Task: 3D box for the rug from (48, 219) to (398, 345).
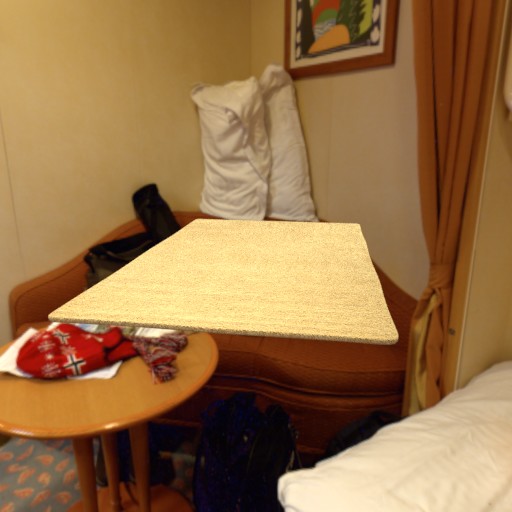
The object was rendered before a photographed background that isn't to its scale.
[{"bbox_3d":[0.000,0.000,2.945,1.500,0.025,2.349,2,16,9],"label":"rug"}]
